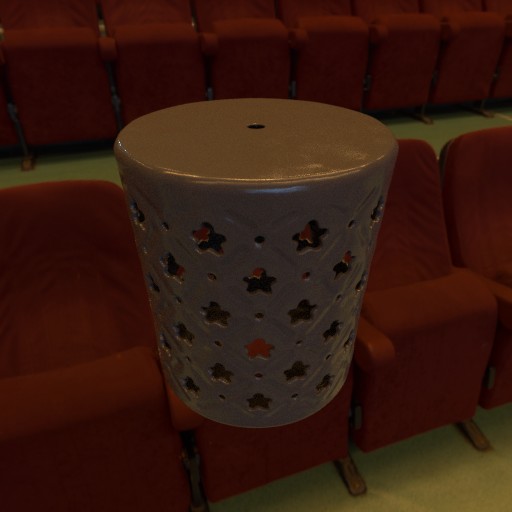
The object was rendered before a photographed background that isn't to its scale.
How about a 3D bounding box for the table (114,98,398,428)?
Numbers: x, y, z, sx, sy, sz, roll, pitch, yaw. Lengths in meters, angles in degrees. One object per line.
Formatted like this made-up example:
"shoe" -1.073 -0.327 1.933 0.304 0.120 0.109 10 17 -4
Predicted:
"table" 0.000 0.000 0.662 0.352 0.387 0.352 0 32 0
